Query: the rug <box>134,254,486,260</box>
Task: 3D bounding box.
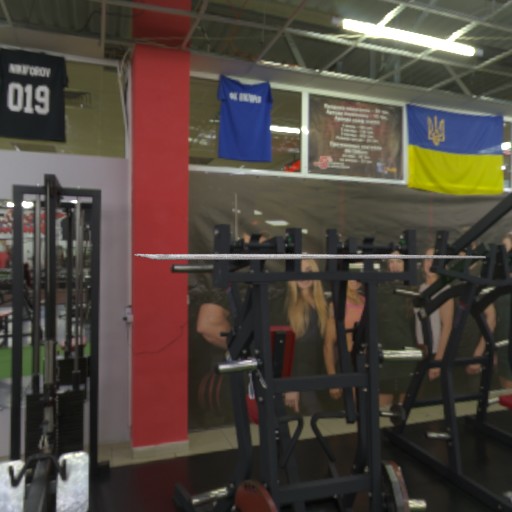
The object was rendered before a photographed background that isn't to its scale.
[{"bbox_3d":[0.000,0.000,3.035,1.531,0.023,2.444,0,0,-17],"label":"rug"}]
